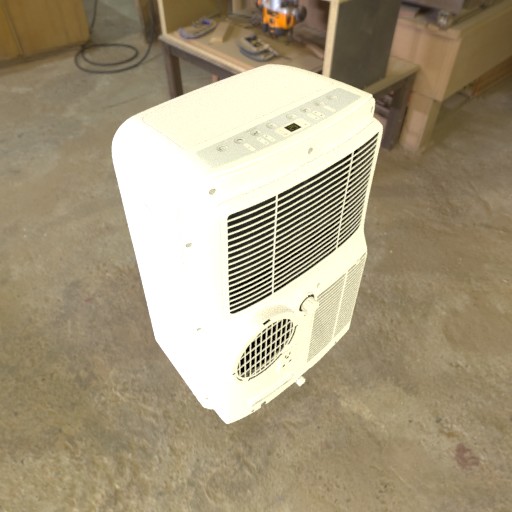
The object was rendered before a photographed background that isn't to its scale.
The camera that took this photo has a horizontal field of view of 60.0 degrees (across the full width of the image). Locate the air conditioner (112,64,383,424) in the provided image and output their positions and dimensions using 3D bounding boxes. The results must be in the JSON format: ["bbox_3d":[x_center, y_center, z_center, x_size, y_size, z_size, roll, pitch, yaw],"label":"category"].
[{"bbox_3d":[0.000,0.000,0.960,0.454,0.700,0.365,-32,55,-27],"label":"air conditioner"}]
